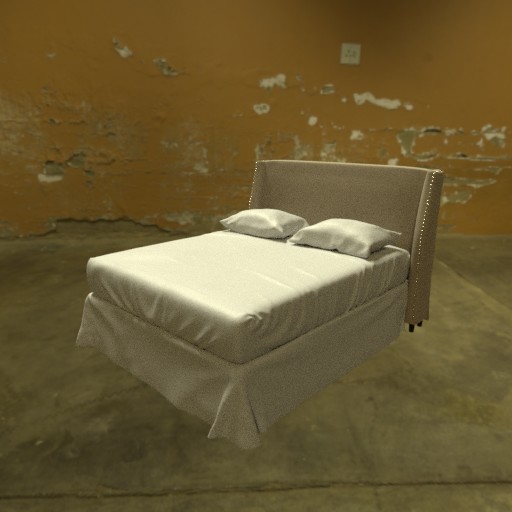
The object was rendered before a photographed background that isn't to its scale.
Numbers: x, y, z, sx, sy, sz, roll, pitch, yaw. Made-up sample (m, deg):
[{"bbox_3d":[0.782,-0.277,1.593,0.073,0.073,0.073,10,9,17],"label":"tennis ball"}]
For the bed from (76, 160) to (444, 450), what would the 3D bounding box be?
[{"bbox_3d":[0.000,0.000,3.454,1.925,1.332,2.276,14,21,42],"label":"bed"}]
